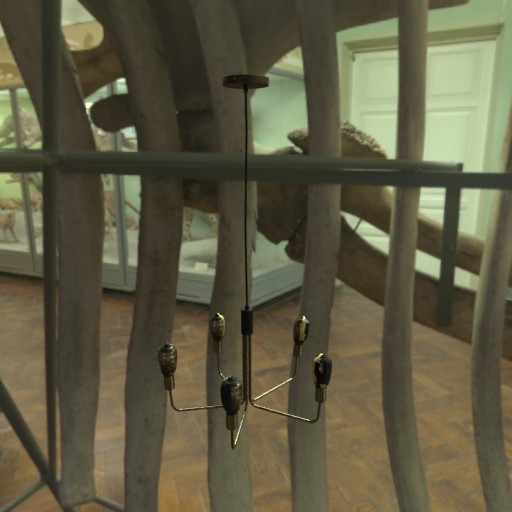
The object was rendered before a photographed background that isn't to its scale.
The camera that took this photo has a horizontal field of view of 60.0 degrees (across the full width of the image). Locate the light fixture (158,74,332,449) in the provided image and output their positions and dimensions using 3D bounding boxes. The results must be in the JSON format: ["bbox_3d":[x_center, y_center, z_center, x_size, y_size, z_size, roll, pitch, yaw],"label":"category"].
[{"bbox_3d":[0.000,0.000,1.408,0.532,1.059,0.588,7,15,26],"label":"light fixture"}]
